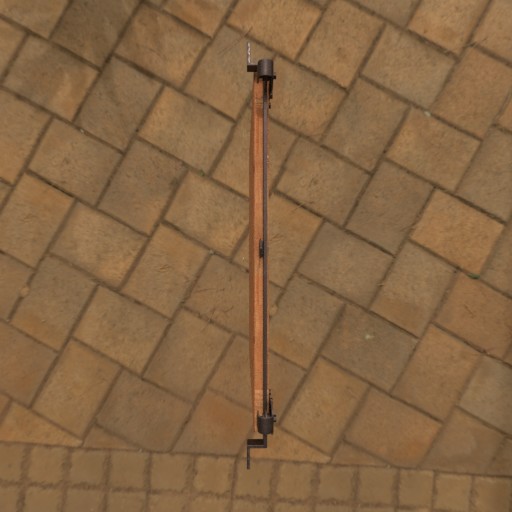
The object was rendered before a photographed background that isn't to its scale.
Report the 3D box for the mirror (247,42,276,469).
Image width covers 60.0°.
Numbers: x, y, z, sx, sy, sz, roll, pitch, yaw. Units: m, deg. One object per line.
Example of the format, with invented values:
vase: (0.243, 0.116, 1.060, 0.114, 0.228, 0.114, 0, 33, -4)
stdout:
mirror: (0.000, 0.000, 1.176, 0.054, 0.800, 0.805, 0, 90, -2)
